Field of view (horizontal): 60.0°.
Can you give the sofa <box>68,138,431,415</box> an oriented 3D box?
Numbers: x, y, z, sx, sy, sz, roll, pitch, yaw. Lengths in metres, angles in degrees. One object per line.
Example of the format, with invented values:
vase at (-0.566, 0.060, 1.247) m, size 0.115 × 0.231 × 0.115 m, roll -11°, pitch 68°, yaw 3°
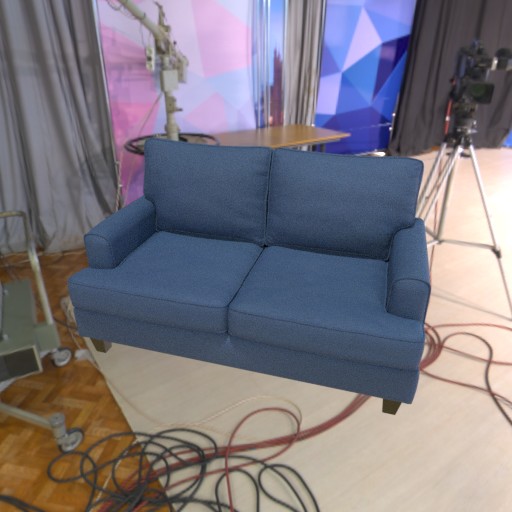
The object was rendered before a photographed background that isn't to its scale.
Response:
sofa at (0.000, 0.000, 2.264) m, size 1.651 × 0.965 × 0.965 m, roll 8°, pitch 29°, yaw 15°
